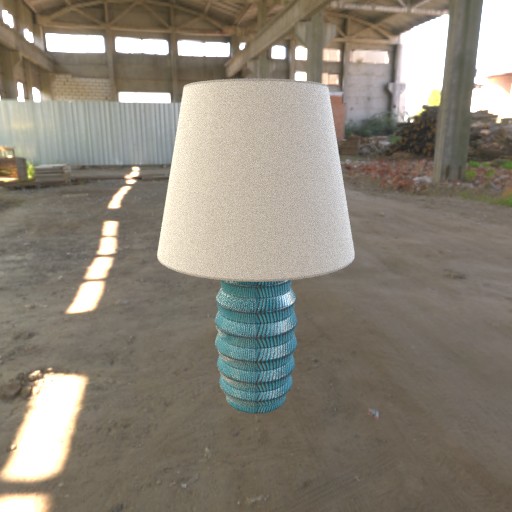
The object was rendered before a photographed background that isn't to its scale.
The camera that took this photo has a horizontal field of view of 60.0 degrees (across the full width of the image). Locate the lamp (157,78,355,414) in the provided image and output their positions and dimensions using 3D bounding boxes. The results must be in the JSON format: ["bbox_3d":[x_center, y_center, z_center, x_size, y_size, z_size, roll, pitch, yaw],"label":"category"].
[{"bbox_3d":[0.000,0.000,0.816,0.355,0.582,0.355,0,15,0],"label":"lamp"}]
